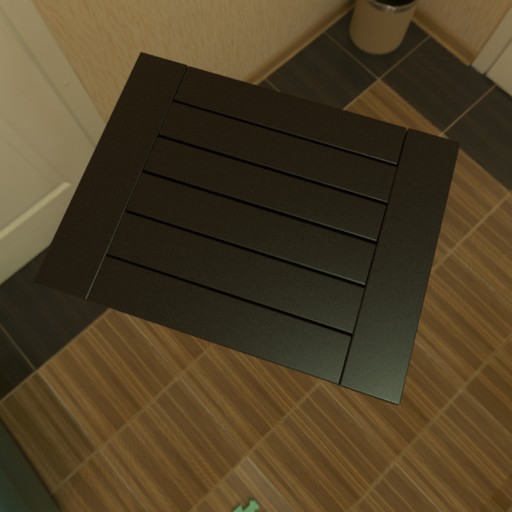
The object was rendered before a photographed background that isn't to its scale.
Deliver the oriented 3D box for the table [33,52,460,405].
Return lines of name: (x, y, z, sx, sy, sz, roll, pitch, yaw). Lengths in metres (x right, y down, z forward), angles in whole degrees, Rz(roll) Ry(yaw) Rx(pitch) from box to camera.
table: (0.000, 0.000, 1.031, 0.602, 0.604, 0.460, 18, 76, 5)
